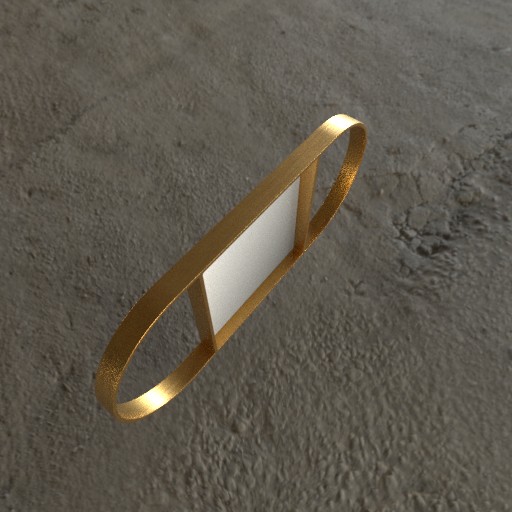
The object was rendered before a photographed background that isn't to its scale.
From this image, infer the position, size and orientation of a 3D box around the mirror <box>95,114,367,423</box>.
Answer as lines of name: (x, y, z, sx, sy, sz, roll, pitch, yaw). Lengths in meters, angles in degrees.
mirror: (0.000, 0.000, 0.670, 0.032, 0.254, 0.584, 34, 63, 20)
